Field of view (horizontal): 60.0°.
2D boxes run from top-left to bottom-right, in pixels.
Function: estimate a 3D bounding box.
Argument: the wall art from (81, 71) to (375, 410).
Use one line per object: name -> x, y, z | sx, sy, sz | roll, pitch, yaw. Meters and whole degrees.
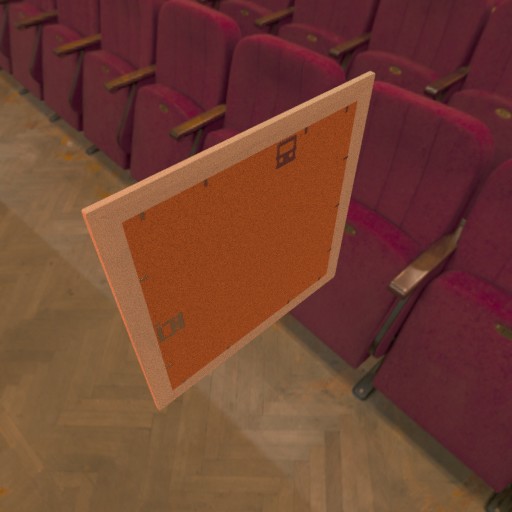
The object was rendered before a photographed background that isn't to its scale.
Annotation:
wall art -> 0.000, 0.000, 0.904 | 0.584, 0.584, 0.013 | -33, 56, -27
